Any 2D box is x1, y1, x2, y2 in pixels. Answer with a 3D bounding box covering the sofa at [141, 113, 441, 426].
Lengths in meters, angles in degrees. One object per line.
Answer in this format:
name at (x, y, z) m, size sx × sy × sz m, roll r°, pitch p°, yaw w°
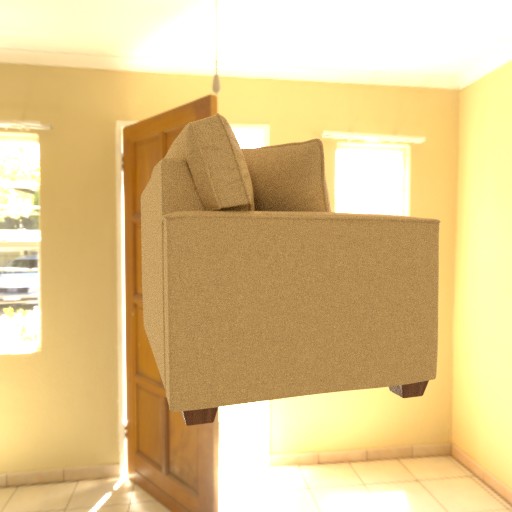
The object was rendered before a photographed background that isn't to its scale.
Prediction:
sofa at (0.000, 0.000, 2.091) m, size 0.991 × 0.989 × 1.388 m, roll -1°, pitch 2°, yaw -18°
